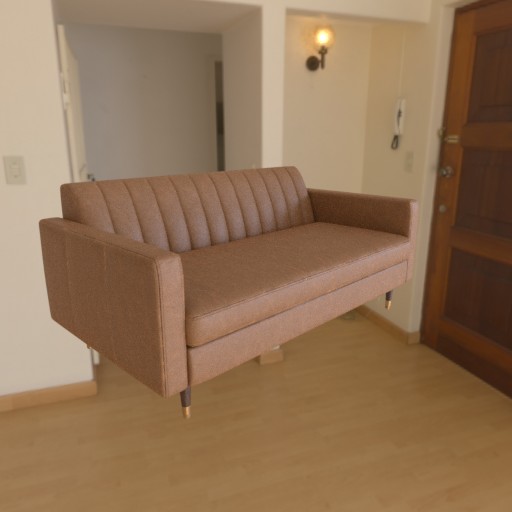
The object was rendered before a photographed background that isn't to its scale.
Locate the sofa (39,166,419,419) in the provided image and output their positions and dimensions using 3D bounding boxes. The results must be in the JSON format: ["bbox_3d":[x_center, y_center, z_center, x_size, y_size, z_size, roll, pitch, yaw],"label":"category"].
[{"bbox_3d":[0.000,0.000,2.353,0.993,0.821,1.847,15,21,43],"label":"sofa"}]
